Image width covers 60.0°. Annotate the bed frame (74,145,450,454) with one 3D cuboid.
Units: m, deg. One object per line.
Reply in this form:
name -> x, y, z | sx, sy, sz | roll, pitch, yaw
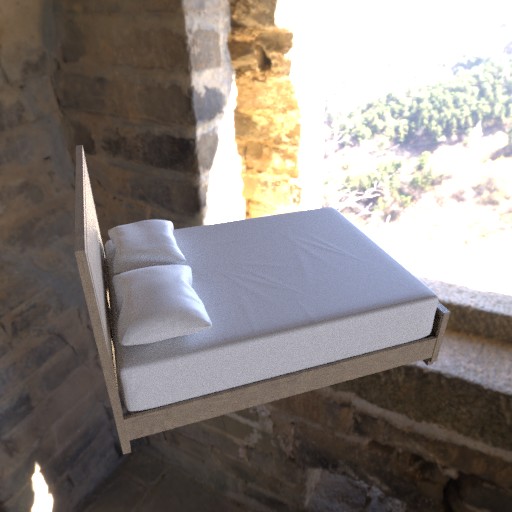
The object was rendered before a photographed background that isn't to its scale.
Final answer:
bed frame -> 0.000, 0.000, 3.195 | 2.189, 1.369, 1.606 | -10, 32, -16
